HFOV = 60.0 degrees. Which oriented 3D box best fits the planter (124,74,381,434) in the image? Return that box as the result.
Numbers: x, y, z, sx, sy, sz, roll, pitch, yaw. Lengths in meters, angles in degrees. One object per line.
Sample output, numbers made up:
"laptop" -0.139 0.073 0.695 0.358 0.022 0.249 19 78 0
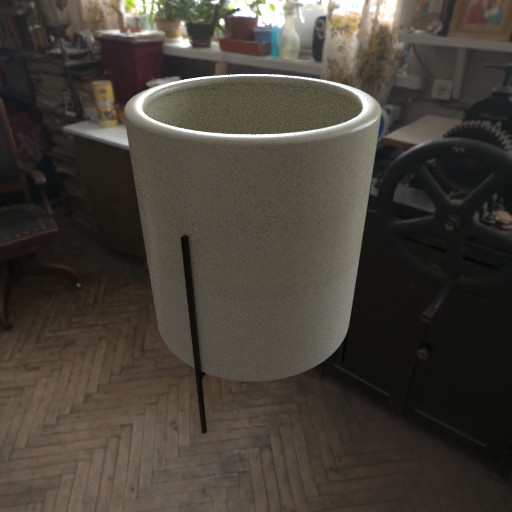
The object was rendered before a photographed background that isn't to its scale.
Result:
"planter" 0.000 0.000 0.702 0.333 0.483 0.324 -1 33 -2
